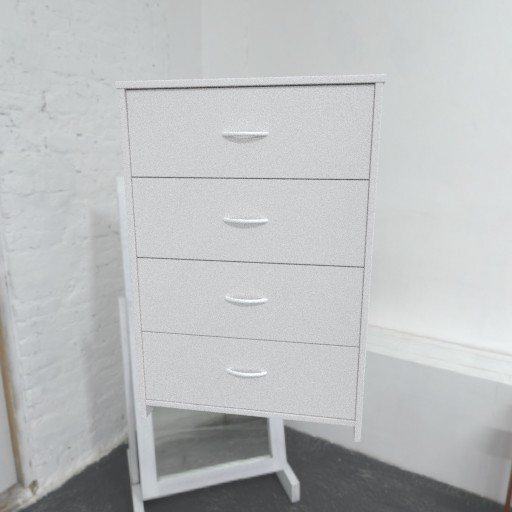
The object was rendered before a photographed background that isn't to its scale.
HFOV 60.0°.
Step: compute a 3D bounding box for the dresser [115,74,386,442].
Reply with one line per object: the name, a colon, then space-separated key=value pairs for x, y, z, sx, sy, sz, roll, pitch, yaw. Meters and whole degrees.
dresser: x=0.000 y=0.000 z=1.427 sx=0.704 sy=1.021 sz=0.401 roll=2 pitch=14 yaw=10
